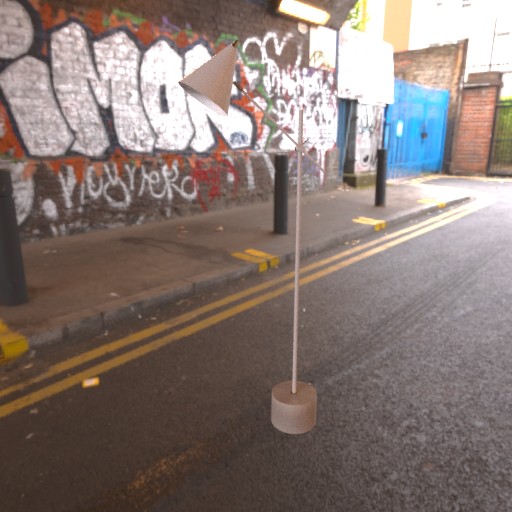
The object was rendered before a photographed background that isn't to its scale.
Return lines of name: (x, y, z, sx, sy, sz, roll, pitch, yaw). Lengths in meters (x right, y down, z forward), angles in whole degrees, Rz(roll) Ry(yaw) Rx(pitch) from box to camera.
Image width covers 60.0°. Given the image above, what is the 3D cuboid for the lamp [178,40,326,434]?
lamp: (0.000, 0.000, 1.612, 0.508, 1.430, 0.223, -3, 15, -10)
